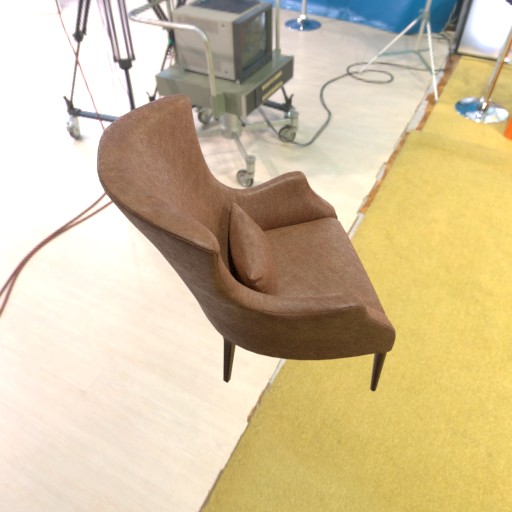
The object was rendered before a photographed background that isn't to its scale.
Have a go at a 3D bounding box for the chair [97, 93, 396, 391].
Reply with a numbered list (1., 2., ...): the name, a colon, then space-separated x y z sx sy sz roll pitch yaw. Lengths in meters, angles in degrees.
1. chair: 0.000 0.000 1.747 0.955 1.067 0.846 -8 46 -8
